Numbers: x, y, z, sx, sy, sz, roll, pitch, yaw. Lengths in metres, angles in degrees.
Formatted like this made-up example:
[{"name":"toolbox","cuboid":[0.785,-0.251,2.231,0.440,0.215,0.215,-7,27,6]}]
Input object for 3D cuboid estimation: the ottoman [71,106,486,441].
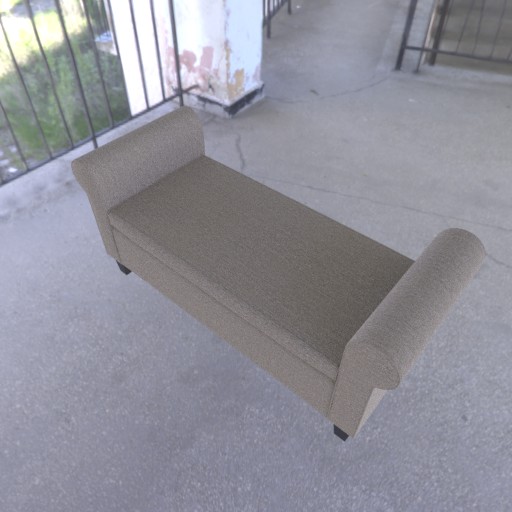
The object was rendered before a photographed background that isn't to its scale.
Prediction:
[{"name":"ottoman","cuboid":[0.000,0.000,1.539,1.256,0.547,0.521,31,53,27]}]
